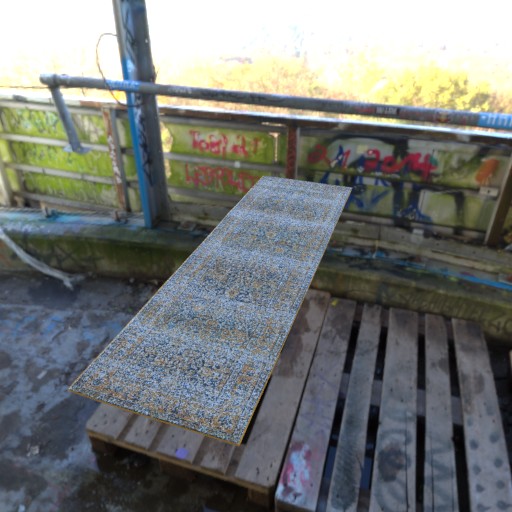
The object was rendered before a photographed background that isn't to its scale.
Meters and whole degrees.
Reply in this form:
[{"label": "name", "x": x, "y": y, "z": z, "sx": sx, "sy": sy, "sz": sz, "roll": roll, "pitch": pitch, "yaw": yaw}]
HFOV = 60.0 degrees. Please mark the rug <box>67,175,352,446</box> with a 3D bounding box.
[{"label": "rug", "x": 0.000, "y": 0.000, "z": 2.498, "sx": 0.704, "sy": 0.014, "sz": 2.294, "roll": 11, "pitch": 34, "yaw": 17}]
